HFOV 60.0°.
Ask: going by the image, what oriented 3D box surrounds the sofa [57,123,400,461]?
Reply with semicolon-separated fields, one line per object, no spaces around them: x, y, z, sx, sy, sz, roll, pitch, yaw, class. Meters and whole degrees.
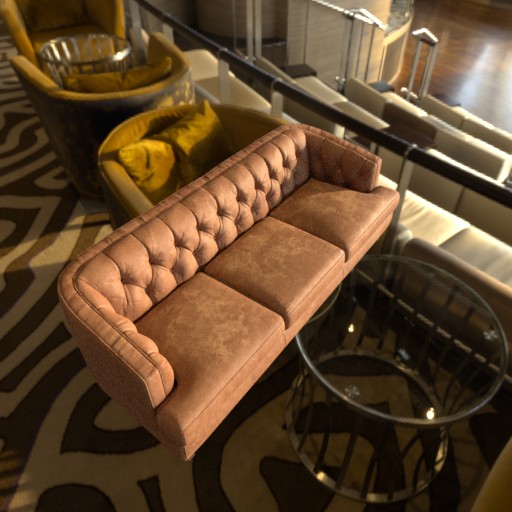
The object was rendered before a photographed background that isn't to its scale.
0.000;0.000;2.727;0.922;0.791;2.257;27;49;26;sofa
